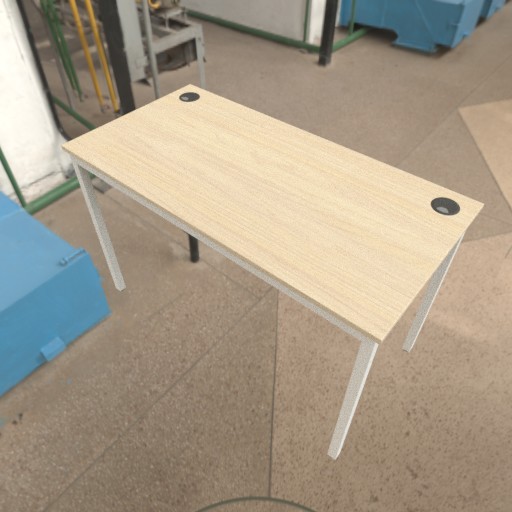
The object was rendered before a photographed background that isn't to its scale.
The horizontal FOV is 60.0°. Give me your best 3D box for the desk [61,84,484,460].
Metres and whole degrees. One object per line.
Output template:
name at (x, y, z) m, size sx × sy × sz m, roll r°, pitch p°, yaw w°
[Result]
desk at (0.000, 0.000, 1.640) m, size 1.200 × 0.750 × 0.600 m, roll 31°, pitch 53°, yaw 27°
